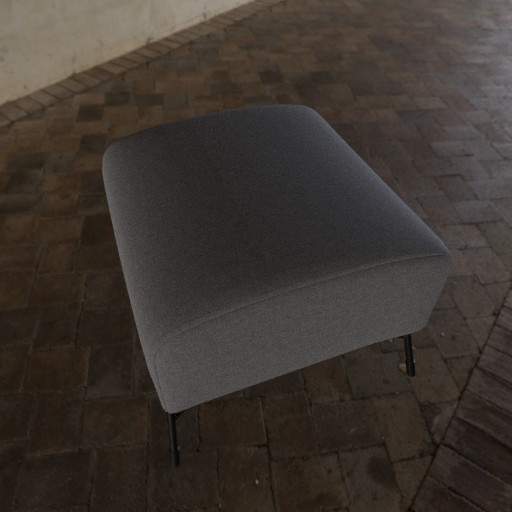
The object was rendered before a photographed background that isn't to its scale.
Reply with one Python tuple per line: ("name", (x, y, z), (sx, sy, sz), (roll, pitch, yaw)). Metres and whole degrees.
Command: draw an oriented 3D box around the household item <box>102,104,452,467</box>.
("household item", (0.000, 0.000, 0.900), (0.530, 0.410, 0.530), (-15, 48, -14))
